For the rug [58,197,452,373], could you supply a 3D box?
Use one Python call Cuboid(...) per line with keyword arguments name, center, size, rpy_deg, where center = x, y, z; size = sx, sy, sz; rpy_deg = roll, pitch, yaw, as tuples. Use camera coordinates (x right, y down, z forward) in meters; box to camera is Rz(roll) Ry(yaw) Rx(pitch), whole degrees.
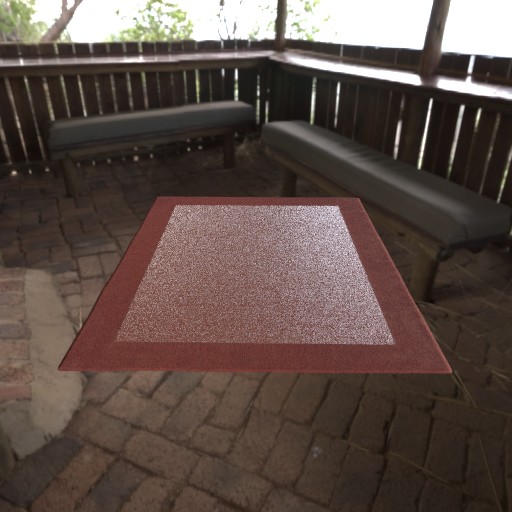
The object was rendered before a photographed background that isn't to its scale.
Cuboid(name="rug", center=(0.000, 0.000, 4.010), size=(2.430, 0.018, 2.976), rpy_deg=(0, 28, 0))
